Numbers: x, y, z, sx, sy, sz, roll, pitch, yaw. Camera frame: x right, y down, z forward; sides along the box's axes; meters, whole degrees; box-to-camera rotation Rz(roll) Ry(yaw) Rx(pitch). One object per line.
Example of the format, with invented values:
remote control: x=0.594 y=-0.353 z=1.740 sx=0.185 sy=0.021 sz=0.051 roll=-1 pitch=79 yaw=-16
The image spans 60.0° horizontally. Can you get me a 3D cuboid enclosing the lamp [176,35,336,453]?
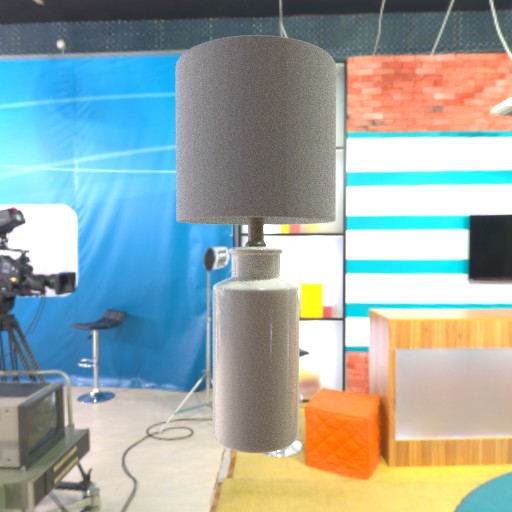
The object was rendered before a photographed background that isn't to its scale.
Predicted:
lamp: x=0.000 y=0.000 z=0.600 sx=0.212 sy=0.493 sz=0.212 roll=-1 pitch=2 yaw=-37
